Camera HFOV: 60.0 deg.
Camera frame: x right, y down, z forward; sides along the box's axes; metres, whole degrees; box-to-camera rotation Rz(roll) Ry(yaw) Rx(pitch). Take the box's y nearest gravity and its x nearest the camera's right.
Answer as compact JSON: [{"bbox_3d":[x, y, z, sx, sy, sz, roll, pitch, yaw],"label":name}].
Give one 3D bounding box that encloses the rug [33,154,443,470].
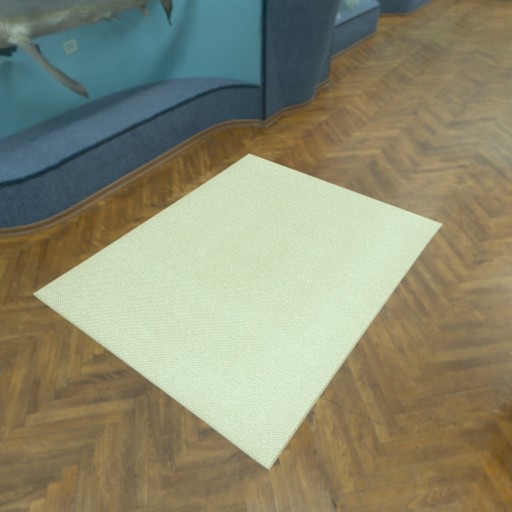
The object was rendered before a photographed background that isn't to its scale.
[{"bbox_3d":[0.000,0.000,4.110,2.462,0.018,3.039,26,47,27],"label":"rug"}]
